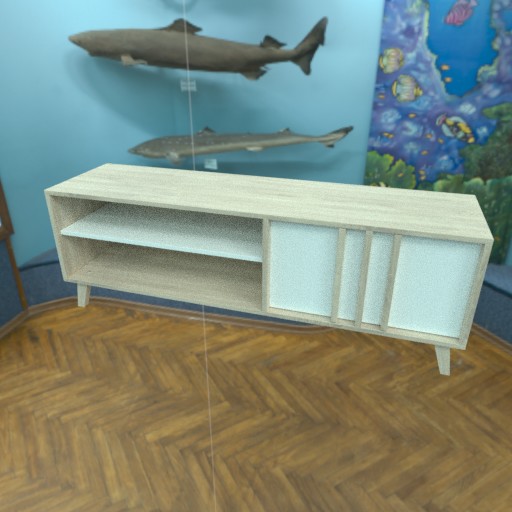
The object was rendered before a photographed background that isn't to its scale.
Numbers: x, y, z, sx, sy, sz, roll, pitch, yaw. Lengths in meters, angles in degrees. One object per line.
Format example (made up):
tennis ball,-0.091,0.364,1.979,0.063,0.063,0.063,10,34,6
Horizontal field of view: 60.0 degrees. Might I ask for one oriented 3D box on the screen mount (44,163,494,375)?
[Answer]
screen mount,0.000,0.000,1.708,1.500,0.510,0.400,8,27,15
